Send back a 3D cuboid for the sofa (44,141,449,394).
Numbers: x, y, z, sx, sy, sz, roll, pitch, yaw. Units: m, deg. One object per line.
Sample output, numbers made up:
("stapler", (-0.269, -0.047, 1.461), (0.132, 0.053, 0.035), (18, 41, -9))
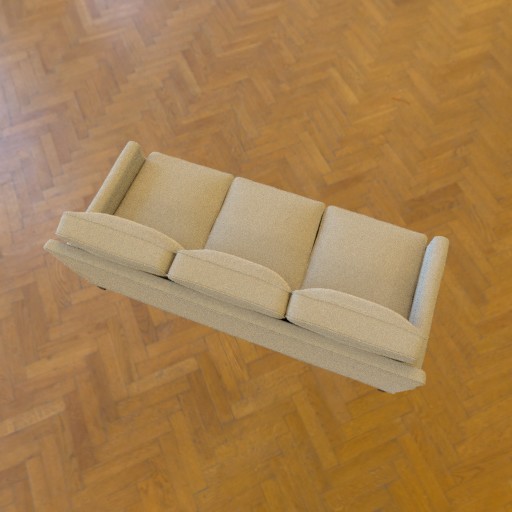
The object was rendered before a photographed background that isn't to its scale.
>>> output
("sofa", (0.000, 0.000, 2.850), (2.246, 1.003, 1.084), (18, 66, 9))
